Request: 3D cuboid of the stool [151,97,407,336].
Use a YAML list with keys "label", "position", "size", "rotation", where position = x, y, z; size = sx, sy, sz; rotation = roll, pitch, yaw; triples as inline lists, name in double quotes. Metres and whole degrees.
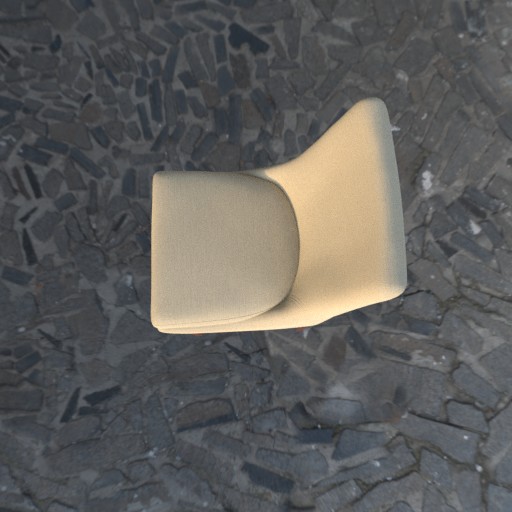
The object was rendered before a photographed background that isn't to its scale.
- label: "stool"
  position: [0.000, 0.000, 1.376]
  size: [0.577, 1.078, 0.470]
  rotation: [-2, 77, 0]
